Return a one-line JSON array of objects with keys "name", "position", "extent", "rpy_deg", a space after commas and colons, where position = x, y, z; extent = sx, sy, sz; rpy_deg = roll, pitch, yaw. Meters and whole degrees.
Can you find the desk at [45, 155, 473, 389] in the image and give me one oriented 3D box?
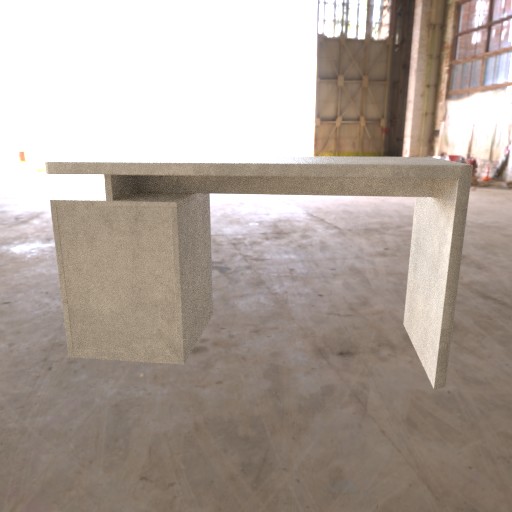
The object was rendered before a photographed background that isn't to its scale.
[{"name": "desk", "position": [0.000, 0.000, 1.765], "extent": [1.400, 0.755, 0.550], "rpy_deg": [2, 15, 7]}]
